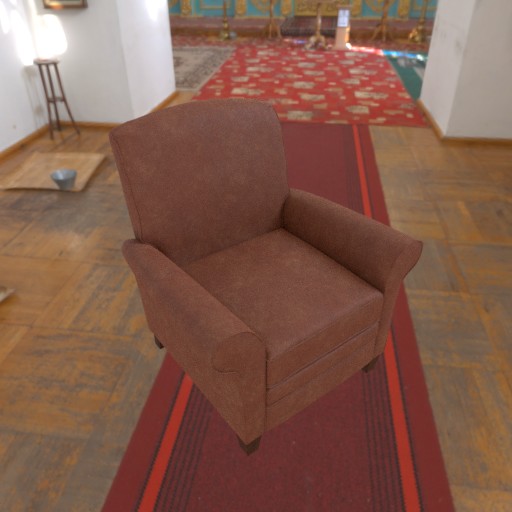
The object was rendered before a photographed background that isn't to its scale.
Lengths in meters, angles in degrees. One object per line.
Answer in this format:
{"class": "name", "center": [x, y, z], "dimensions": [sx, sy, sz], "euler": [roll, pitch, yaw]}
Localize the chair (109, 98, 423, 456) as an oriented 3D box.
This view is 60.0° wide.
{"class": "chair", "center": [0.000, 0.000, 1.802], "dimensions": [0.978, 1.061, 0.902], "euler": [-23, 39, -31]}
